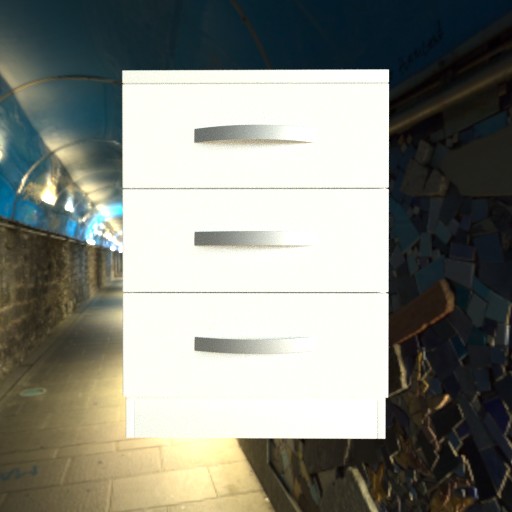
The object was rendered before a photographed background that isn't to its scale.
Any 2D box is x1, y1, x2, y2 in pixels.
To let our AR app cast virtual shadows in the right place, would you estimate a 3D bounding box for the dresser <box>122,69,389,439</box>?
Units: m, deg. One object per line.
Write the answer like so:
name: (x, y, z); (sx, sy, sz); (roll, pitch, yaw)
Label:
dresser: (0.000, 0.000, 0.825); (0.400, 0.560, 0.360); (0, 0, 1)
